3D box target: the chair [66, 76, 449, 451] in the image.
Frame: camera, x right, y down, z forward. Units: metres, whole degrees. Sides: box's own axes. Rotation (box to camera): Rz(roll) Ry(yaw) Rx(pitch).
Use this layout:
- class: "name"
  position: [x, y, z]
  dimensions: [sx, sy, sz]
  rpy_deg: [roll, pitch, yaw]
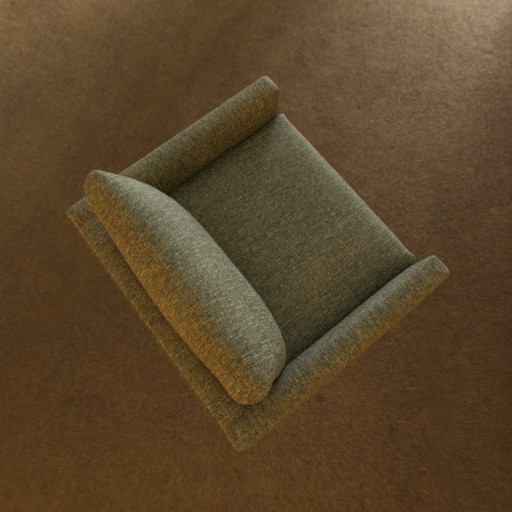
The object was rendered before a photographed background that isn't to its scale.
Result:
- class: "chair"
  position: [0.000, 0.000, 1.595]
  dimensions: [0.866, 0.861, 0.963]
  rpy_deg: [-37, 78, -10]
